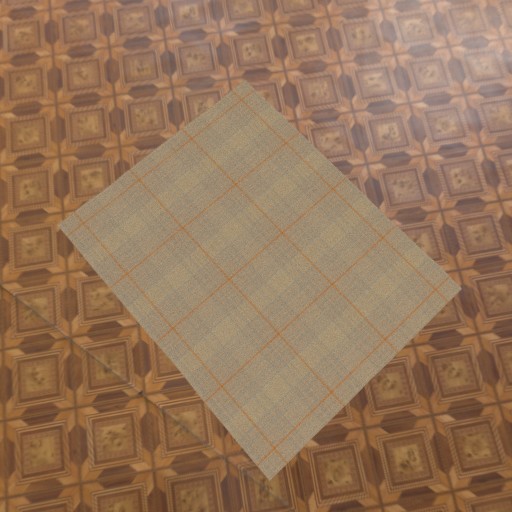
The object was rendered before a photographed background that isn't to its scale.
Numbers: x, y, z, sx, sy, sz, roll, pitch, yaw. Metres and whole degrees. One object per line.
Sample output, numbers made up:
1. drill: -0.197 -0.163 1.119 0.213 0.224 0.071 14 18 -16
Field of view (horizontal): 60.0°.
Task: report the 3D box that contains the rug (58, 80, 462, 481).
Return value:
1. rug: 0.000 0.000 4.216 2.448 0.021 3.051 -41 79 -10
